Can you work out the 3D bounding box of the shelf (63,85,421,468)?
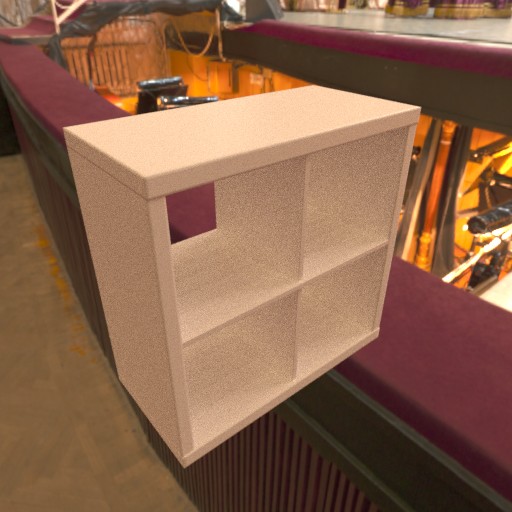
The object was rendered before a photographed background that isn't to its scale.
[{"bbox_3d":[0.000,0.000,1.272,0.790,0.786,0.390,-23,38,-33],"label":"shelf"}]
